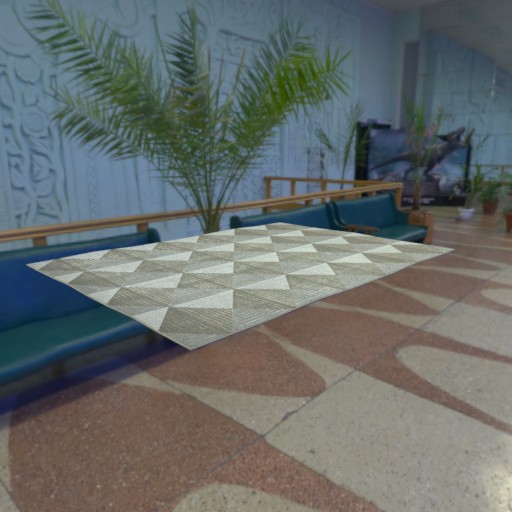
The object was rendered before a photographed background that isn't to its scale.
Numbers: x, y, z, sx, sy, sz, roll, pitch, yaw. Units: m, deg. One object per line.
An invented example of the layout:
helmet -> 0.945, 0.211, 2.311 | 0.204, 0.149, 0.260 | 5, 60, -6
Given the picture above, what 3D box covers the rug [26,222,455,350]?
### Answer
rug -> 0.000, 0.000, 4.229 | 3.333, 0.027, 2.428 | -13, 19, -43
